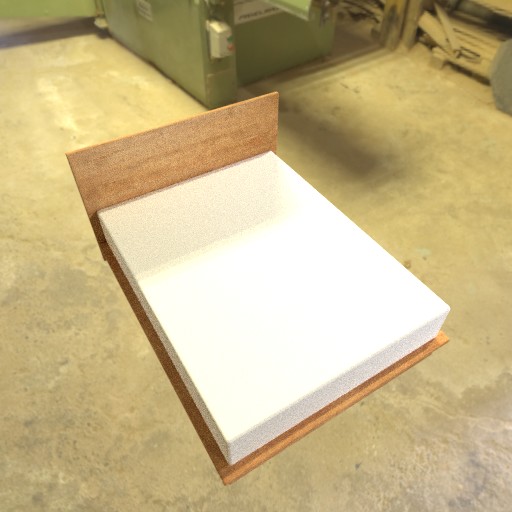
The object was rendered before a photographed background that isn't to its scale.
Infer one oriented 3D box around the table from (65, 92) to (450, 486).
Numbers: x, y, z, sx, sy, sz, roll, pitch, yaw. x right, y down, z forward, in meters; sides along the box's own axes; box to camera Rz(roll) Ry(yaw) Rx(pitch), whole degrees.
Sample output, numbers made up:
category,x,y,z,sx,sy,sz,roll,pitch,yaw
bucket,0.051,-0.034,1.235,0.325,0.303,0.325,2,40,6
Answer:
category,x,y,z,sx,sy,sz,roll,pitch,yaw
table,0.000,0.000,3.043,1.707,1.041,2.149,-24,51,-21
